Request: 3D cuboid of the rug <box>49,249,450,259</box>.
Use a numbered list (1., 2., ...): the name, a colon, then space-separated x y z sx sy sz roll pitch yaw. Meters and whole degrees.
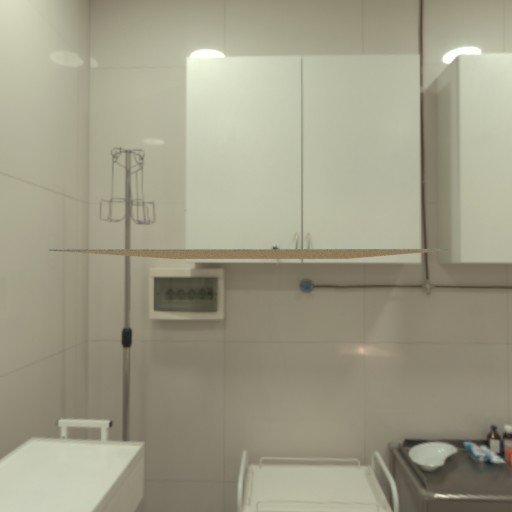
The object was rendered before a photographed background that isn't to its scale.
1. rug: 0.000 0.000 3.631 1.982 0.006 2.895 0 -1 2
